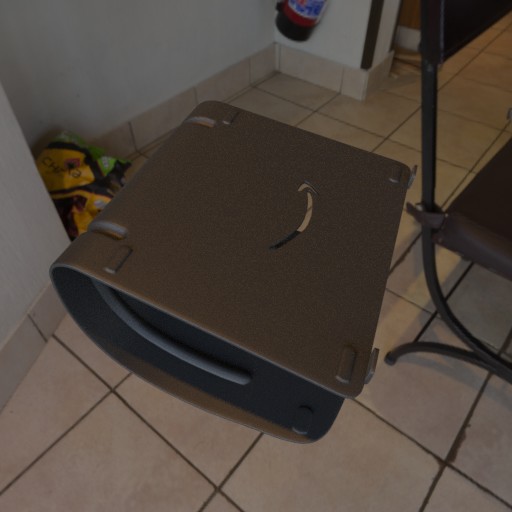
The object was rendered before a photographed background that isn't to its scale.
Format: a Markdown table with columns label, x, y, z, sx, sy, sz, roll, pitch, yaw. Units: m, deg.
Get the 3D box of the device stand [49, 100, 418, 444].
| label | x | y | z | sx | sy | sz | roll | pitch | yaw |
| --- | --- | --- | --- | --- | --- | --- | --- | --- | --- |
| device stand | 0.000 | 0.000 | 0.407 | 0.236 | 0.155 | 0.256 | 15 | 49 | 14 |
